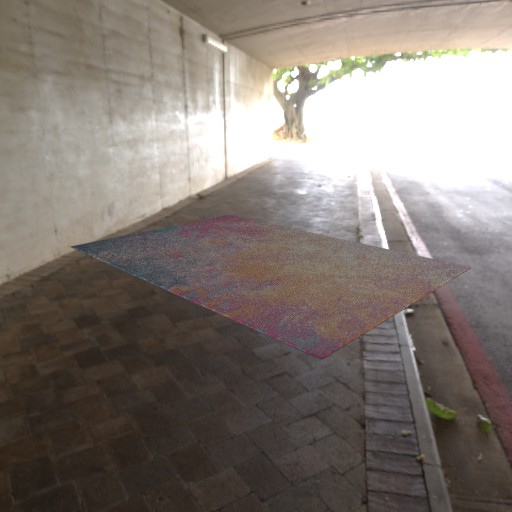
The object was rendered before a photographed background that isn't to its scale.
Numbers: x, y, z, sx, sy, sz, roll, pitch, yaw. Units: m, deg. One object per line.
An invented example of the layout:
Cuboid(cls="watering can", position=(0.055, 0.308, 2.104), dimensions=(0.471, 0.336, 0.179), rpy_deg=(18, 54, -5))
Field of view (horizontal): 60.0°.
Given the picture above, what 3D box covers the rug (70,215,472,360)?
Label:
Cuboid(cls="rug", position=(0.000, 0.000, 3.837), dimensions=(2.896, 0.013, 2.007), rpy_deg=(16, 23, 42))
